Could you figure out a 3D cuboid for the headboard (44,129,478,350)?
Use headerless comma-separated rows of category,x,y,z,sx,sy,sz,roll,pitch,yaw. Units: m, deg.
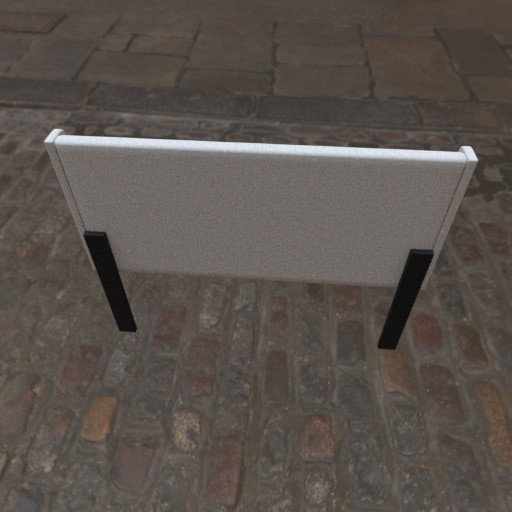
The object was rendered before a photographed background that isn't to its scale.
headboard,0.000,0.000,2.662,2.051,1.524,0.184,3,46,3
